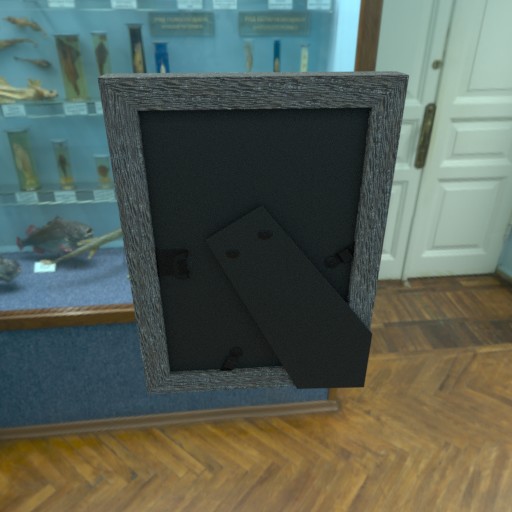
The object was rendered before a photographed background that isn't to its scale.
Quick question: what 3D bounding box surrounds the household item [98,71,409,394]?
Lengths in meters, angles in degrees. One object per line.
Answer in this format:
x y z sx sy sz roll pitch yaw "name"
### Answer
0.000 0.000 0.236 0.133 0.180 0.020 -2 28 -4 "household item"
